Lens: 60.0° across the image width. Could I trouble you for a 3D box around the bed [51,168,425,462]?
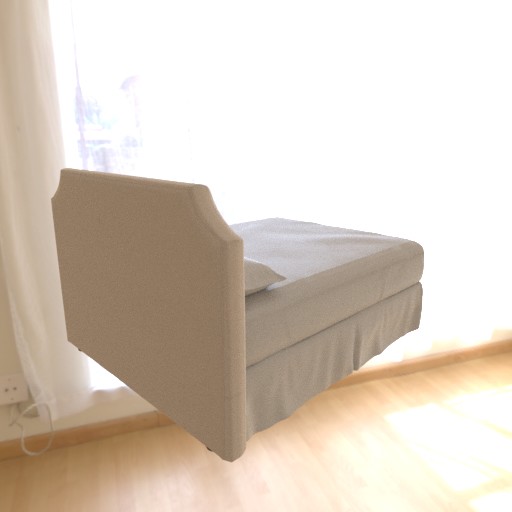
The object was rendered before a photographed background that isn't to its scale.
[{"bbox_3d":[0.000,0.000,3.226,2.164,1.297,1.828,-15,21,-43],"label":"bed"}]
